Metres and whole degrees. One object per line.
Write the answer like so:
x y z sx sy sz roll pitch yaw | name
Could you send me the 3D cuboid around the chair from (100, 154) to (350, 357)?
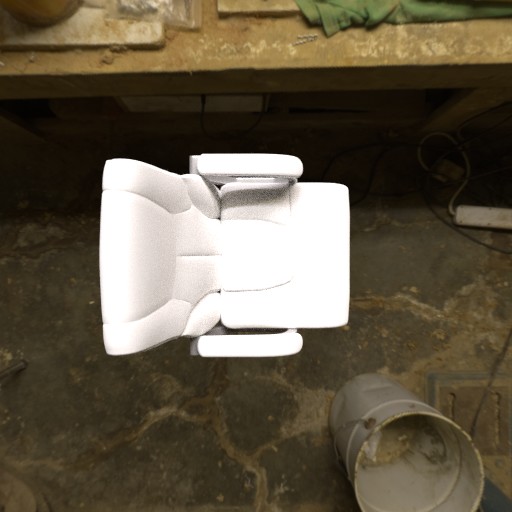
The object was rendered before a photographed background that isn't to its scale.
0.000 0.000 1.585 0.738 1.120 0.687 0 91 0 | chair
